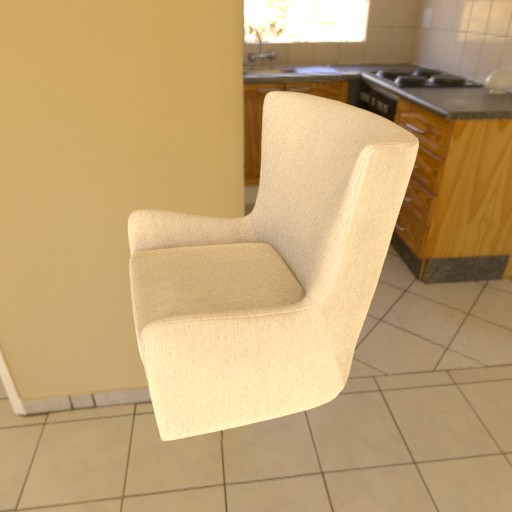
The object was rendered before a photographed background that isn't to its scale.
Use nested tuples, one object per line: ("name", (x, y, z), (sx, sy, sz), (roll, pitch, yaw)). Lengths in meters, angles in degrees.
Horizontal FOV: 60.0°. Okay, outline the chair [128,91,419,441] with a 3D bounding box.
("chair", (0.000, 0.000, 1.612), (0.904, 1.000, 0.779), (-9, 31, -14))
